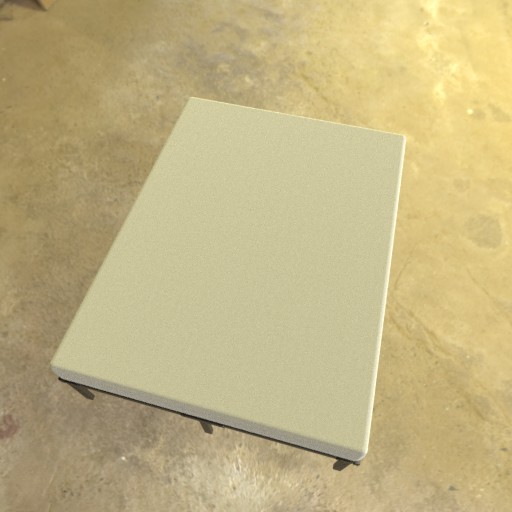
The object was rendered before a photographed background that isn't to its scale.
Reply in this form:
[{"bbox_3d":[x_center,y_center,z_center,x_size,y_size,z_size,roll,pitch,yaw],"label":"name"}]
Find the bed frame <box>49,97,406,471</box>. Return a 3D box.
[{"bbox_3d":[0.000,0.000,3.517,1.990,0.680,2.635,13,59,8],"label":"bed frame"}]
